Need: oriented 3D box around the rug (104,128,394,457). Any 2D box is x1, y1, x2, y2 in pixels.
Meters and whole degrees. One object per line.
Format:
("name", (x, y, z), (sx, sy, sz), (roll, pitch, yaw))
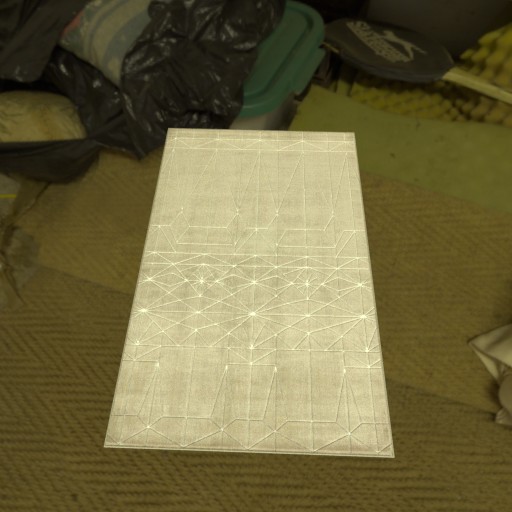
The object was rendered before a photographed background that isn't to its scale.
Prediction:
("rug", (0.000, 0.000, 2.977), (1.524, 0.012, 2.438), (2, 58, 1))
